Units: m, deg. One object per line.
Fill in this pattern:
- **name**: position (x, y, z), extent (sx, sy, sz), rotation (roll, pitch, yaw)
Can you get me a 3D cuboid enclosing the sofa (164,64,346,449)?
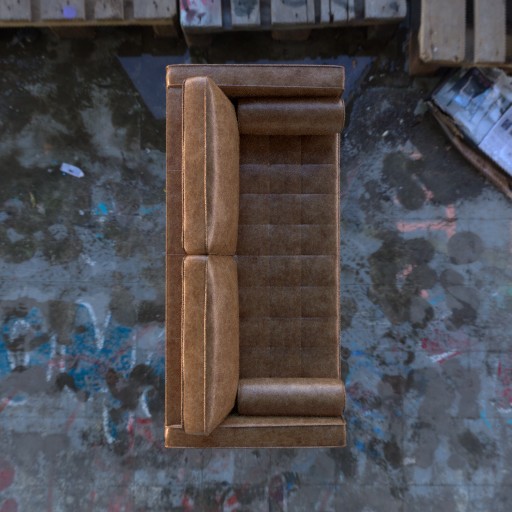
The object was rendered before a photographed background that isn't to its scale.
- **sofa**: position (0.000, 0.000, 2.391), extent (0.924, 0.825, 1.920), rotation (0, 89, -1)
